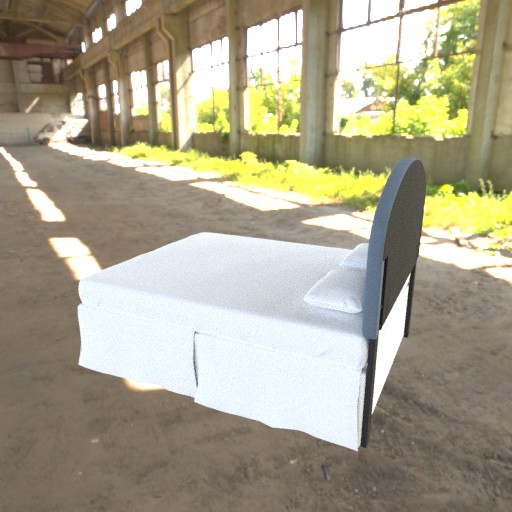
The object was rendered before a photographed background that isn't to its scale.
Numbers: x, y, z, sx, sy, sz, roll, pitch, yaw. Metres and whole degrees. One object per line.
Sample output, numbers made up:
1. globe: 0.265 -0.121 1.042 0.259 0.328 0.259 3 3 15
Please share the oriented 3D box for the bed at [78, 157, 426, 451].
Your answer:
1. bed: 0.000 0.000 3.106 2.005 1.410 1.607 8 18 25
